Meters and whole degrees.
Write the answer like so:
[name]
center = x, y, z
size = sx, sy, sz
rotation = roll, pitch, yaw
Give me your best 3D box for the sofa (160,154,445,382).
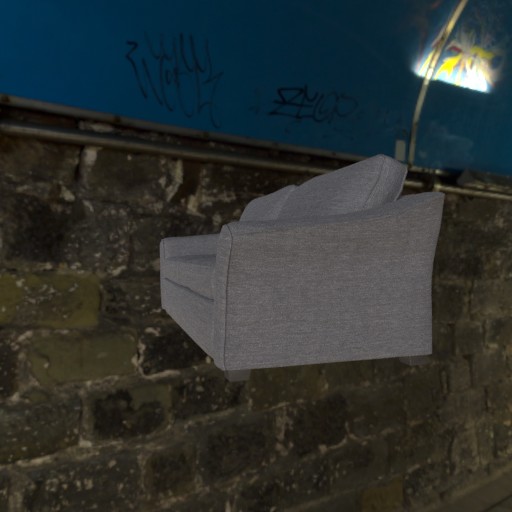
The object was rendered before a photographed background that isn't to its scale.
[sofa]
center = 0.000, 0.000, 2.778
size = 0.971, 0.950, 2.270
rotation = 0, 1, -18
